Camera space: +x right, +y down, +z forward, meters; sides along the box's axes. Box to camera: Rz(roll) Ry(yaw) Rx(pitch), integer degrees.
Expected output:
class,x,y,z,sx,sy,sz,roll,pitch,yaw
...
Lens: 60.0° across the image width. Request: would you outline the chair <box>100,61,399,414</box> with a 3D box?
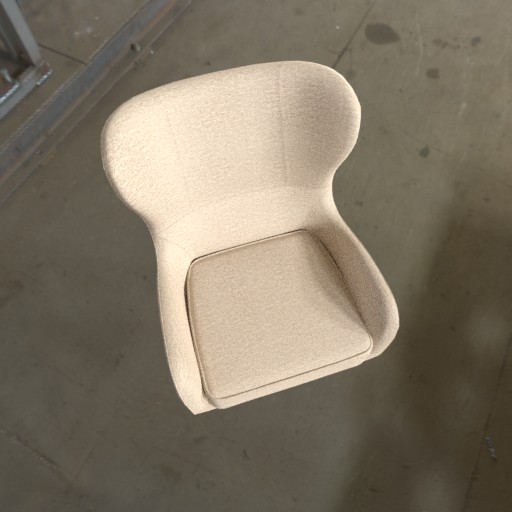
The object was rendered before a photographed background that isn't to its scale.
class,x,y,z,sx,sy,sz,roll,pitch,yaw
chair,0.000,0.000,1.766,0.861,1.064,0.984,-16,65,-8
